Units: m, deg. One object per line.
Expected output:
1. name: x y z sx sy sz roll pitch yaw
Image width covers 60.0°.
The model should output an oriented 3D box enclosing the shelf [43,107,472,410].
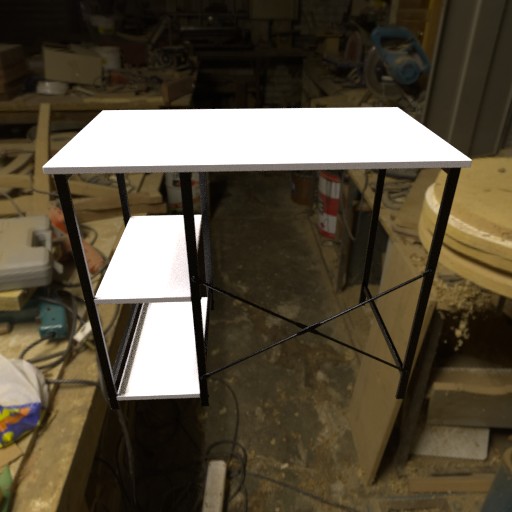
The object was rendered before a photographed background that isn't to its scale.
1. shelf: 0.000 0.000 1.334 0.902 0.750 0.498 -1 31 -2
